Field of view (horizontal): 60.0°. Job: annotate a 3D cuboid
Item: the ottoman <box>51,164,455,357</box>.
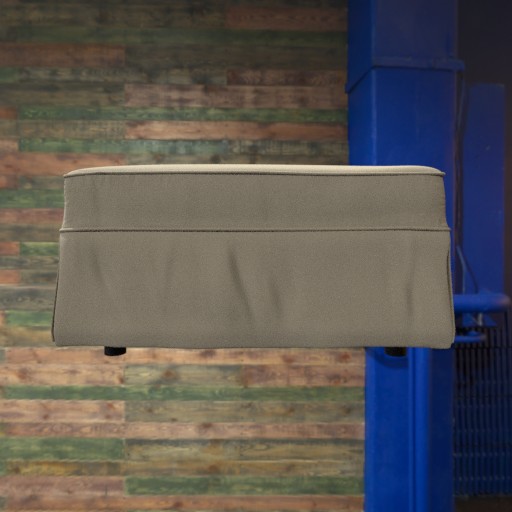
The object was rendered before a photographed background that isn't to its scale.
[{"bbox_3d":[0.000,0.000,1.331,0.959,0.482,0.721,0,0,1],"label":"ottoman"}]
